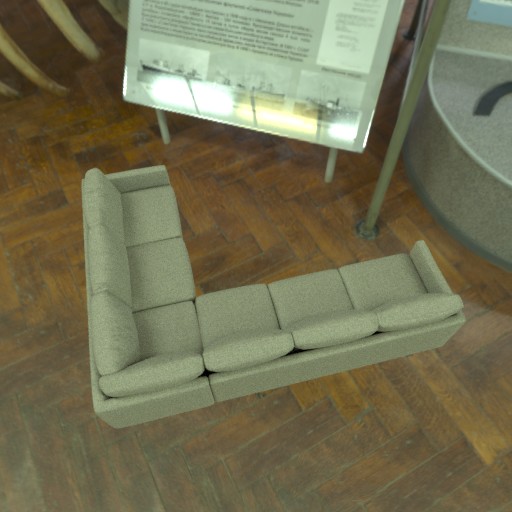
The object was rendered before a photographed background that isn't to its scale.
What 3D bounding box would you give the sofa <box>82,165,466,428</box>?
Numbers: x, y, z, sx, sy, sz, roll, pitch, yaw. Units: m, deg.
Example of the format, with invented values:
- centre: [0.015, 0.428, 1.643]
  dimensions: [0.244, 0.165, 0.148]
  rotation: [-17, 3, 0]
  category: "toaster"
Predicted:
- centre: [0.000, 0.000, 4.568]
  dimensions: [3.302, 0.947, 2.593]
  rotation: [-12, 58, -7]
  category: "sofa"
